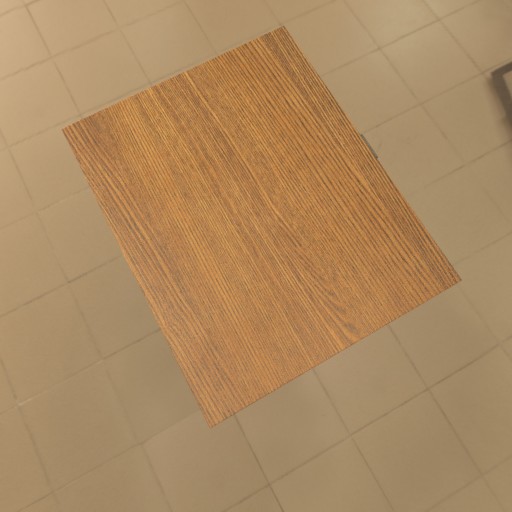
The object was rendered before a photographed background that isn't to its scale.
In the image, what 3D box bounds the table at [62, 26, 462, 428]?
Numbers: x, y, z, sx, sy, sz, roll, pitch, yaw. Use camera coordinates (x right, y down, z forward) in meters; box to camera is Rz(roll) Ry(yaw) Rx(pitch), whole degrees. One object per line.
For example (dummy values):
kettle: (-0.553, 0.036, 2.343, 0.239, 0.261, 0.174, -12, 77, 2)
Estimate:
table: (0.000, 0.000, 0.927, 0.400, 0.610, 0.482, -28, 76, -8)
